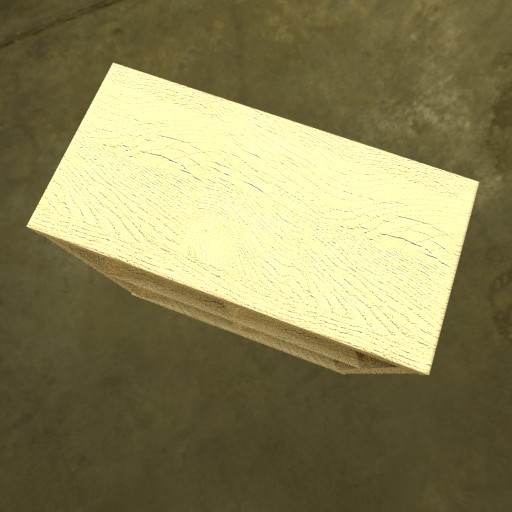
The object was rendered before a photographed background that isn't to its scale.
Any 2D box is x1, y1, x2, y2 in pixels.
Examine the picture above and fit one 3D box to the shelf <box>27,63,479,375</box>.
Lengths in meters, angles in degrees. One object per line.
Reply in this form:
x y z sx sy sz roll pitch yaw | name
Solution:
0.000 0.000 1.238 0.790 0.786 0.390 20 76 5 | shelf
